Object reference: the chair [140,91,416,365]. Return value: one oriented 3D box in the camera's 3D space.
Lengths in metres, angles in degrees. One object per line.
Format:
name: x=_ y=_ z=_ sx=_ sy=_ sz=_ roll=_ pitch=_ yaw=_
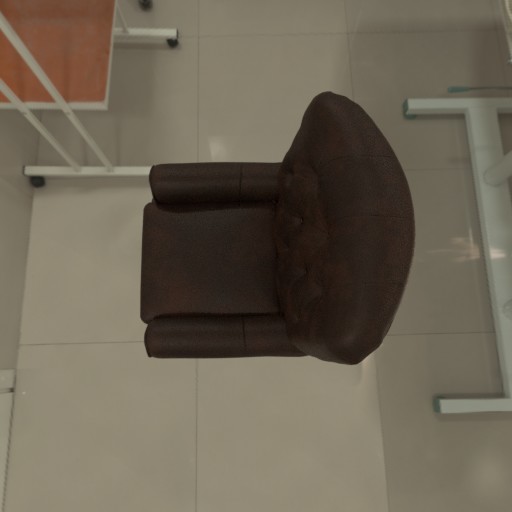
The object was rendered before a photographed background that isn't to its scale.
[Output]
chair: x=0.000 y=0.000 z=1.959 sx=1.058 sy=1.158 sz=0.948 roll=-2 pitch=77 yaw=0
